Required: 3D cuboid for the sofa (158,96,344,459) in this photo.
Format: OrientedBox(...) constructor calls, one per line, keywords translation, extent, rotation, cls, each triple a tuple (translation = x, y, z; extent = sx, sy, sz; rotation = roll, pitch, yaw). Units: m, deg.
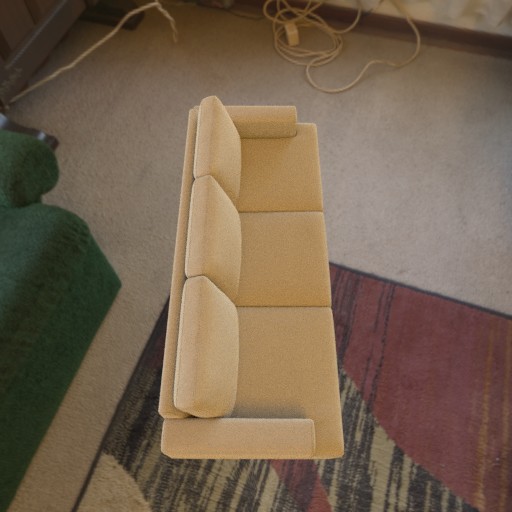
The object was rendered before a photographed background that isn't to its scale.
OrientedBox(translation=(0.000, 0.000, 2.789), extent=(0.920, 0.810, 2.310), rotation=(0, 61, 0), cls="sofa")
